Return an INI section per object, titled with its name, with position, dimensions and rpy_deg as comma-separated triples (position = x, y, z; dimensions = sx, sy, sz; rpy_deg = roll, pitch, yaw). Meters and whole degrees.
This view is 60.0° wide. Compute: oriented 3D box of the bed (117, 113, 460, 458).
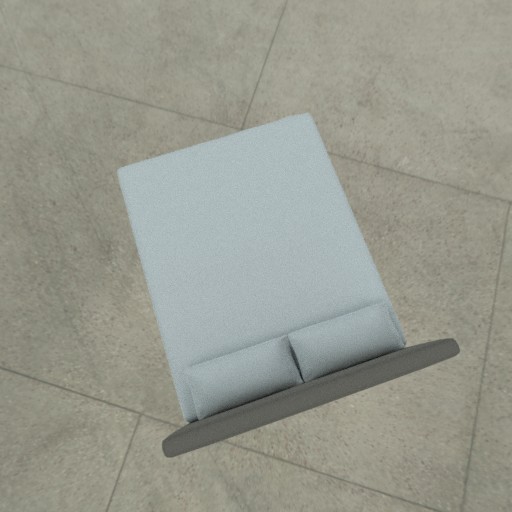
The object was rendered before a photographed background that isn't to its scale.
[bed]
position = 0.000, 0.000, 3.226
dimensions = 1.748, 1.330, 2.142
rpy_deg = -18, 75, -5
